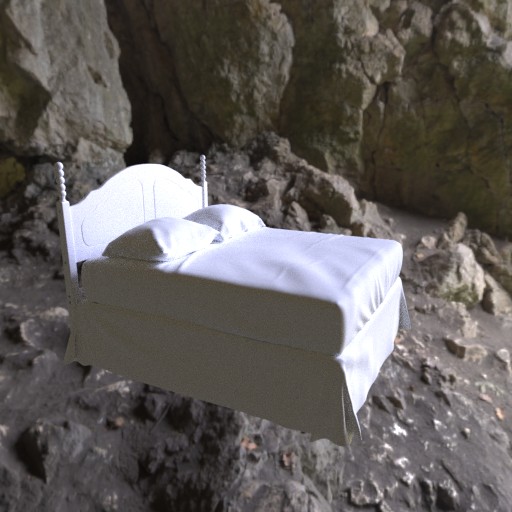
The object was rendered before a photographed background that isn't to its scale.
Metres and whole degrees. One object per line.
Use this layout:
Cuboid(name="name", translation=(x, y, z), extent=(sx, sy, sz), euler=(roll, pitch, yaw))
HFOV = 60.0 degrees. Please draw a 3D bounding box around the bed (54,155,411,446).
Cuboid(name="bed", translation=(0.000, 0.000, 3.209), extent=(2.040, 1.356, 1.873), euler=(8, 16, 27))
